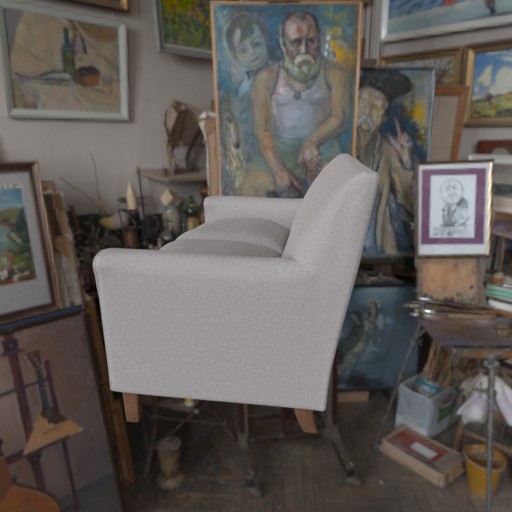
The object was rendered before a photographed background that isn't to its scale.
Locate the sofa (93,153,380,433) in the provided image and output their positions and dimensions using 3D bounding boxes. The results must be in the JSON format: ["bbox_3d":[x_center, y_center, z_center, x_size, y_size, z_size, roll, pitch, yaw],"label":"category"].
[{"bbox_3d":[0.000,0.000,2.058,0.888,0.890,1.482,2,15,8],"label":"sofa"}]
